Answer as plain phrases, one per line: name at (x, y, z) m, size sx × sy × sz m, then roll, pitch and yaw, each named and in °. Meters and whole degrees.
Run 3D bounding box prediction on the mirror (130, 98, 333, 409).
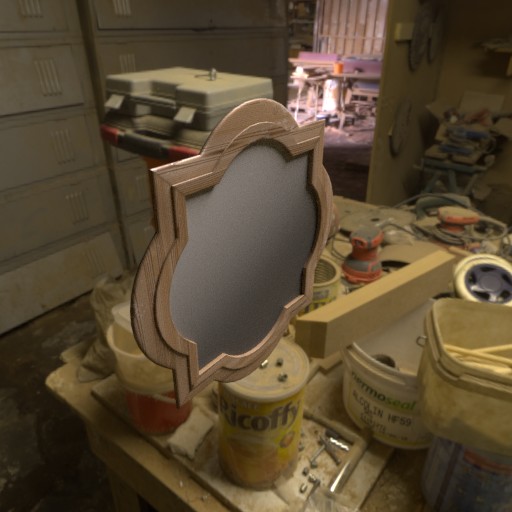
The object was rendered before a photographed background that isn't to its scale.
mirror at (0.000, 0.000, 1.044) m, size 0.019 × 0.686 × 0.686 m, roll 21°, pitch 35°, yaw 34°
